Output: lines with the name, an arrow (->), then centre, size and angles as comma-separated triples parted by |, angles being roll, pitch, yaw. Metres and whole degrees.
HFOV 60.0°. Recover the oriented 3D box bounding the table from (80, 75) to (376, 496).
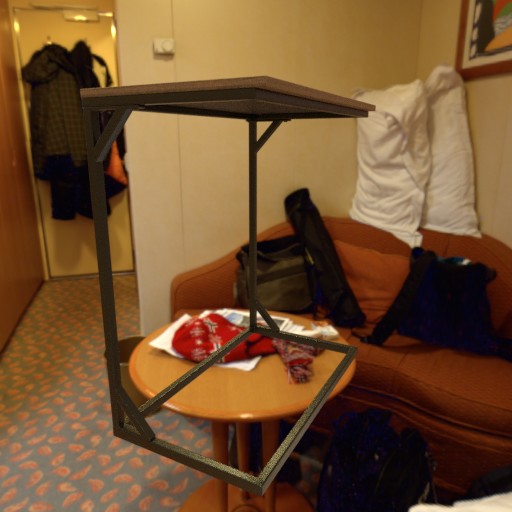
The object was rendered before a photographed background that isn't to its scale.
table -> 0.000, 0.000, 1.003 | 0.351, 0.673, 0.597 | 8, 17, 27
